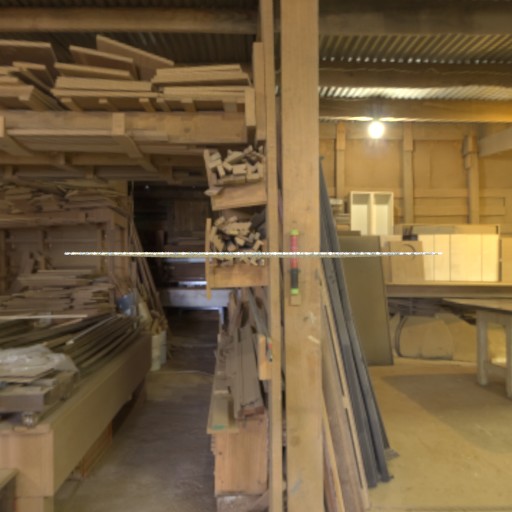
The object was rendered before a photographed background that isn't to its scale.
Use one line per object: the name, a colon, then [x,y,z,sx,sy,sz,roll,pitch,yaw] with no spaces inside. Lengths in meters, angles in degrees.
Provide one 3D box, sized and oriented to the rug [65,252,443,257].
rug: [0.000,0.000,2.998,1.524,0.010,2.438,0,0,1]
